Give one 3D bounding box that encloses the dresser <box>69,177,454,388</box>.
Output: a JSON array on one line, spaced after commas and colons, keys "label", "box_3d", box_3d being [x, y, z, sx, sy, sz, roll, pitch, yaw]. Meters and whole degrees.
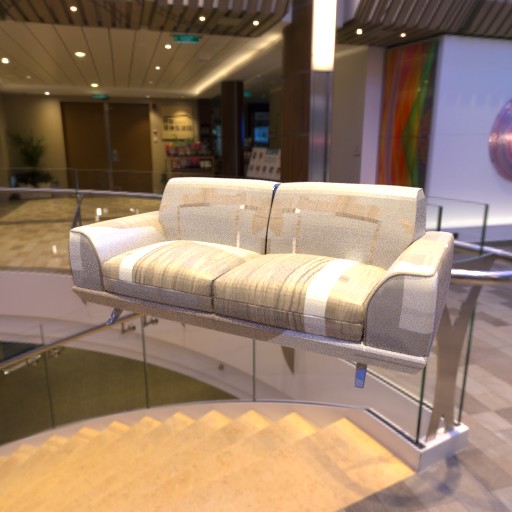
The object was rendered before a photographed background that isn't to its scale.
[{"label": "dresser", "box_3d": [0.000, 0.000, 5.892, 4.679, 1.863, 2.251, 7, 16, 27]}]
